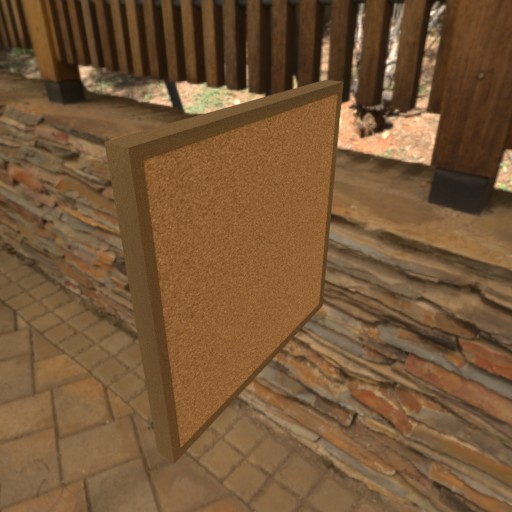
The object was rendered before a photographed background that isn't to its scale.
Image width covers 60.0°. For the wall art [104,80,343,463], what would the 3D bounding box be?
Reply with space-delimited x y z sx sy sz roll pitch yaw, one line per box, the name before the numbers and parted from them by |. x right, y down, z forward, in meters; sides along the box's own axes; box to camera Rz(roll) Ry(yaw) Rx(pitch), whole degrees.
wall art | 0.000 0.000 0.768 0.037 0.509 0.510 19 35 30
